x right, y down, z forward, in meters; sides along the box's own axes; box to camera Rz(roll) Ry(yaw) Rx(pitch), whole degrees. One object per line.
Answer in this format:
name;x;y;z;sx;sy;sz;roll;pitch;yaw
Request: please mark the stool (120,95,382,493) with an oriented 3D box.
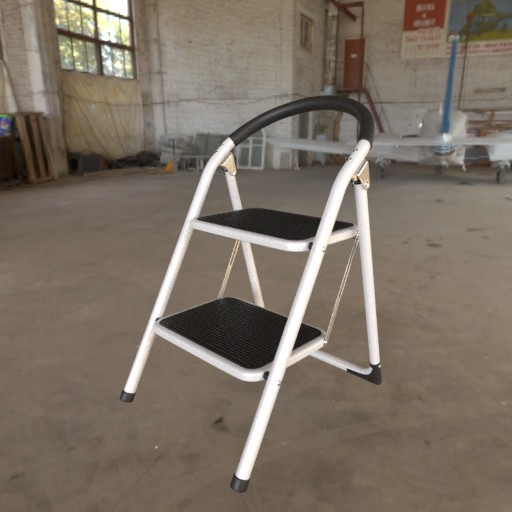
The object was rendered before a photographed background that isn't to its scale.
stool;0.000;0.000;1.078;0.453;0.760;0.559;15;22;42
